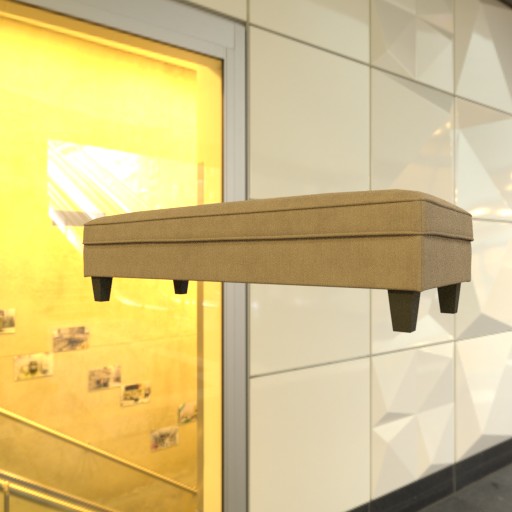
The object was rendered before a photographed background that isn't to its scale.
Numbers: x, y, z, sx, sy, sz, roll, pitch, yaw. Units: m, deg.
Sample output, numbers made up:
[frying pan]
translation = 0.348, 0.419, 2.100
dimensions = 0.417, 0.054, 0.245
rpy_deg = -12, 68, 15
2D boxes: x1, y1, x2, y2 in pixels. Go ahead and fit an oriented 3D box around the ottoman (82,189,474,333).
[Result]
[ottoman]
translation = 0.000, 0.000, 2.082
dimensions = 1.764, 0.470, 0.751
rpy_deg = 0, 0, 37
